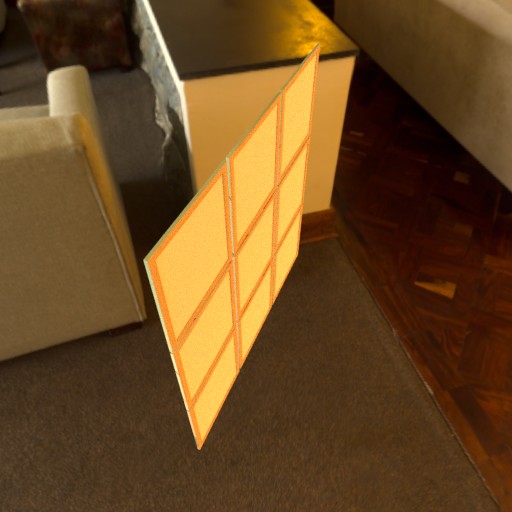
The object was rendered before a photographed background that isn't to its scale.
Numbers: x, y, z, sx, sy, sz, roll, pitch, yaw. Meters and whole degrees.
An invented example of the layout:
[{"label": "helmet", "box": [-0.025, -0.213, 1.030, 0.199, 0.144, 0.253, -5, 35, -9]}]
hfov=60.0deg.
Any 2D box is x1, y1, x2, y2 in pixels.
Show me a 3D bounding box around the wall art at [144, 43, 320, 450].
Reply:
[{"label": "wall art", "box": [0.000, 0.000, 2.244, 0.013, 1.523, 1.517, 18, 51, 15]}]
